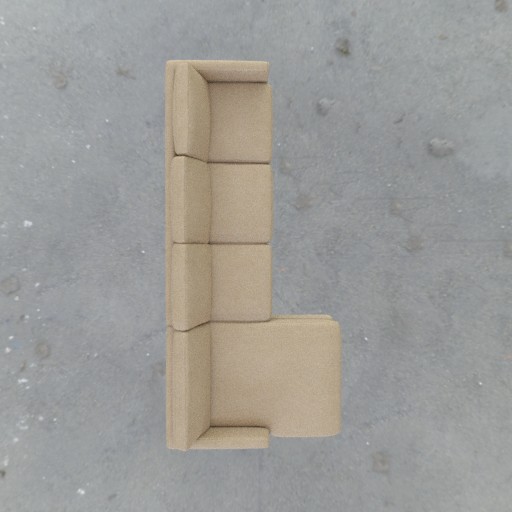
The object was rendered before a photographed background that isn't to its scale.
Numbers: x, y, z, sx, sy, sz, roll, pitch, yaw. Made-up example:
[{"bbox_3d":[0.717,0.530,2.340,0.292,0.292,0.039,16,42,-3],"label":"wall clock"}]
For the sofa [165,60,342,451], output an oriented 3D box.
[{"bbox_3d":[0.000,0.000,3.854,1.502,0.876,3.201,0,91,-1],"label":"sofa"}]
